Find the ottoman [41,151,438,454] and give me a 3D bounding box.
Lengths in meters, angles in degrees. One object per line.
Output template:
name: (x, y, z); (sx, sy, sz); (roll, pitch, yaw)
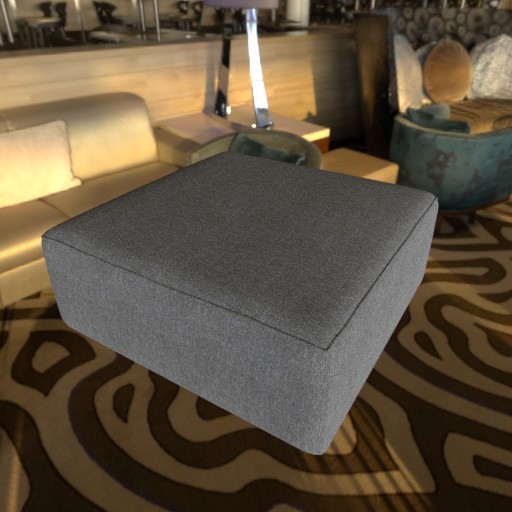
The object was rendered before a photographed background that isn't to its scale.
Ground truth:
ottoman: (0.000, 0.000, 1.571); (1.000, 0.439, 1.000); (18, 35, 27)
